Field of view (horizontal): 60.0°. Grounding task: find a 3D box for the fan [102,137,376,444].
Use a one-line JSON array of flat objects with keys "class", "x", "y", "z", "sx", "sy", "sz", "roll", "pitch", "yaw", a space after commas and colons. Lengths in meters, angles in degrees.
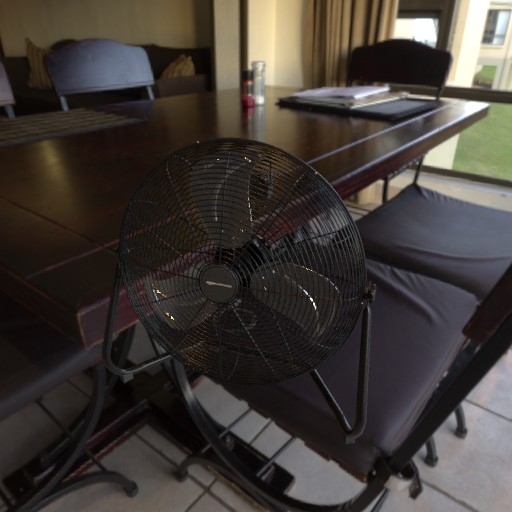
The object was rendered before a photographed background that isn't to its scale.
[{"class": "fan", "x": 0.000, "y": 0.000, "z": 0.953, "sx": 0.555, "sy": 0.546, "sz": 0.424, "roll": 9, "pitch": 30, "yaw": 17}]
